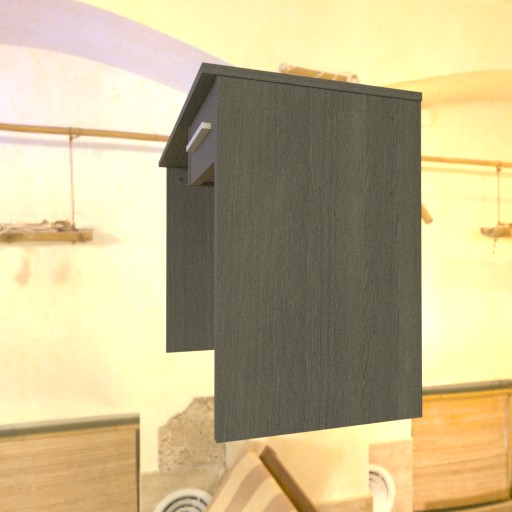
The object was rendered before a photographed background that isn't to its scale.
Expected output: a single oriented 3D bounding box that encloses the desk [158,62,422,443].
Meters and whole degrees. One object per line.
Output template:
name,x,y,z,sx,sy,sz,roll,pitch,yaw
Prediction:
desk,0.000,0.000,1.337,0.498,0.724,0.893,0,-1,-18
